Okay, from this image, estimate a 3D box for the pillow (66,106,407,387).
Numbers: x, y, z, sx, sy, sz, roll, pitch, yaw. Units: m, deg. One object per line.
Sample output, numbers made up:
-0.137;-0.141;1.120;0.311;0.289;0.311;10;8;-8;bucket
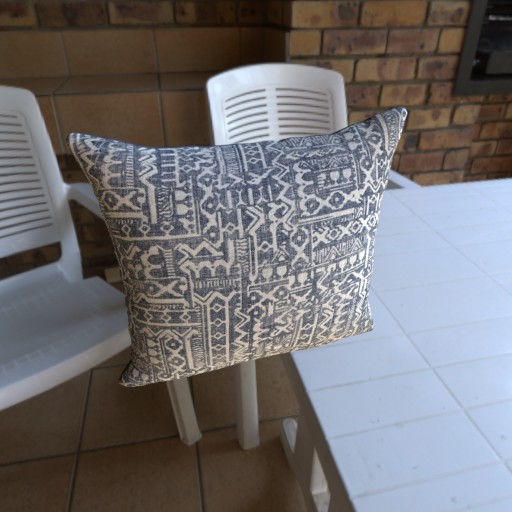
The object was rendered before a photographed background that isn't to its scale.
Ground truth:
0.000;0.000;0.795;0.546;0.487;0.180;-9;32;-15;pillow
